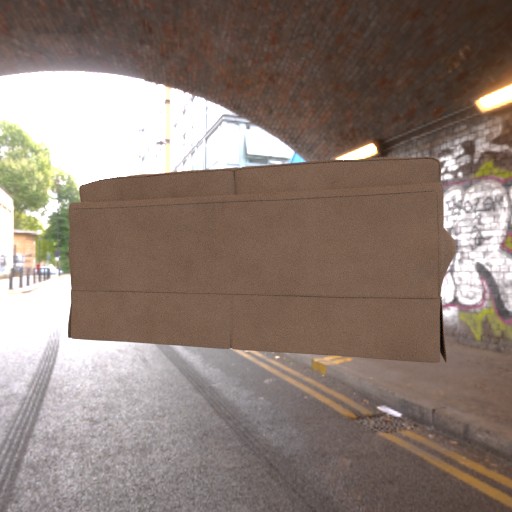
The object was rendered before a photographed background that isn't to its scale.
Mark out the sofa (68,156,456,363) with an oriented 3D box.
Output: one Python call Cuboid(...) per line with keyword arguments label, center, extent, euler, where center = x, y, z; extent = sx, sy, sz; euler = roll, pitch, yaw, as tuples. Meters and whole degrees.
Cuboid(label="sofa", center=(0.000, 0.000, 2.765), extent=(2.246, 1.014, 0.900), euler=(0, -1, 19))
